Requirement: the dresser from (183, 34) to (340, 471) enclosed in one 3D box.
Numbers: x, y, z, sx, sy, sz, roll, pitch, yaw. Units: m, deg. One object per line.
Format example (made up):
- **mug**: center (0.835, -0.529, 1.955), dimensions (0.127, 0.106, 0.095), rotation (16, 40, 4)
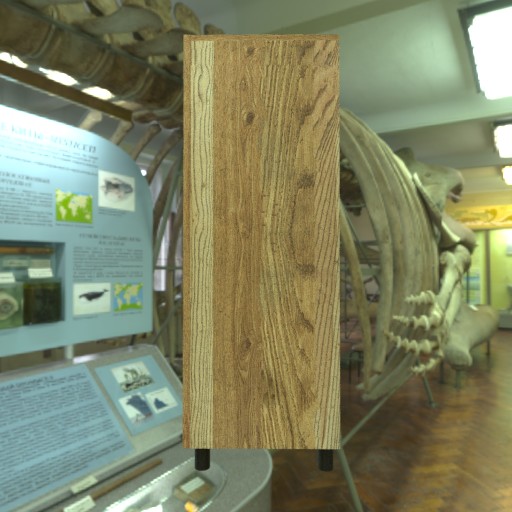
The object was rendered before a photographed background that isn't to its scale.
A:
- **dresser**: center (0.000, 0.000, 1.729), dimensions (0.480, 1.243, 0.966), rotation (0, -1, 1)
